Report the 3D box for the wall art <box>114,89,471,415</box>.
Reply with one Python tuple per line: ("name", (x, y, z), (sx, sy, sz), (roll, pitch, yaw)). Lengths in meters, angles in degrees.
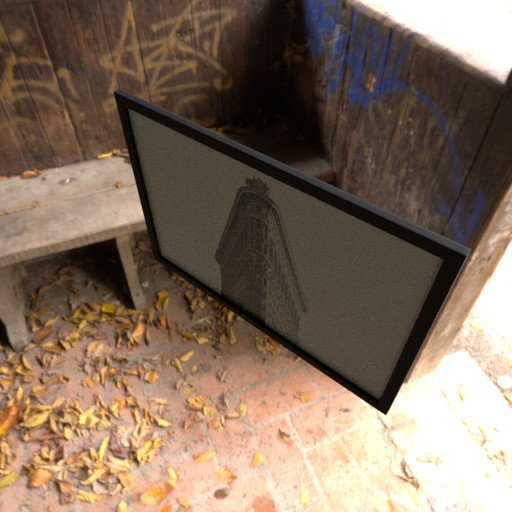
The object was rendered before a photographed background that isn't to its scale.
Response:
("wall art", (0.000, 0.000, 1.222), (0.958, 0.656, 0.026), (31, 54, 26))
